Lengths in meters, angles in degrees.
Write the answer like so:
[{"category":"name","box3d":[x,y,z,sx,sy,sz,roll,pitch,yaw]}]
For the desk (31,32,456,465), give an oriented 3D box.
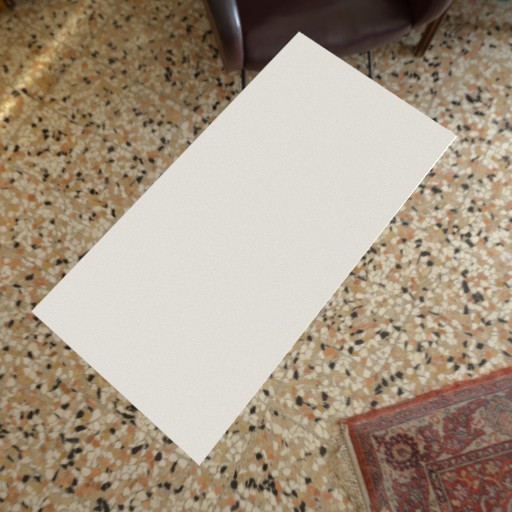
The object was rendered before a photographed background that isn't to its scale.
[{"category":"desk","box3d":[0.000,0.000,1.532,0.560,0.735,1.097,38,78,10]}]
